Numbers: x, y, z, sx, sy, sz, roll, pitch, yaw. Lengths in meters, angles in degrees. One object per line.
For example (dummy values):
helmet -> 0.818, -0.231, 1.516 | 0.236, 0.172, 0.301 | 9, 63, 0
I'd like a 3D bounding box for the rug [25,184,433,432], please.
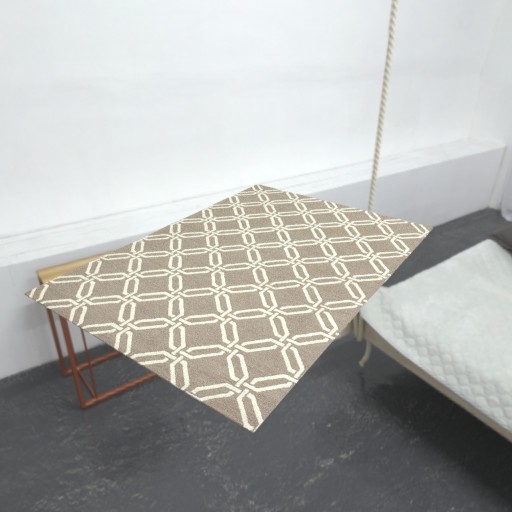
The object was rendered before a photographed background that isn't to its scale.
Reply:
rug -> 0.000, 0.000, 4.376 | 2.441, 0.020, 3.419 | 19, 34, 31
